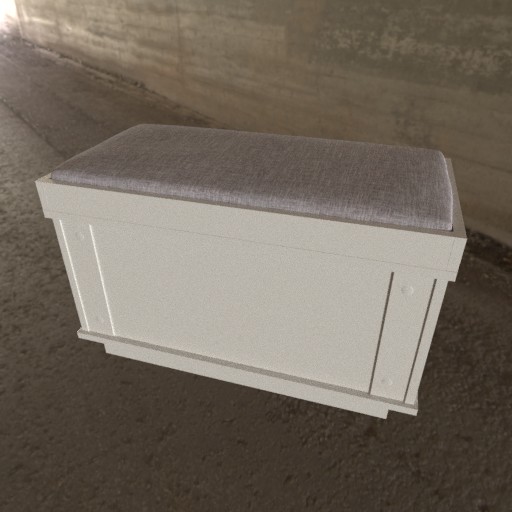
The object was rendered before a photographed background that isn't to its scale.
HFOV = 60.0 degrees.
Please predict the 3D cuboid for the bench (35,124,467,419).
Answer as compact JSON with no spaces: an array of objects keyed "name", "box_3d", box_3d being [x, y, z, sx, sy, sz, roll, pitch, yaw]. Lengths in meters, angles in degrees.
[{"name":"bench","box_3d":[0.000,0.000,0.971,0.734,0.461,0.362,9,33,14]}]
